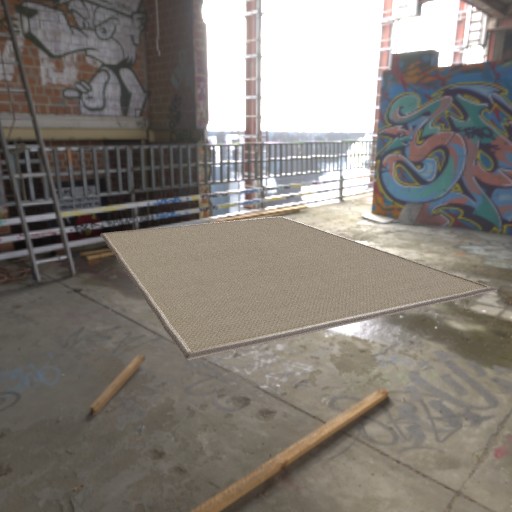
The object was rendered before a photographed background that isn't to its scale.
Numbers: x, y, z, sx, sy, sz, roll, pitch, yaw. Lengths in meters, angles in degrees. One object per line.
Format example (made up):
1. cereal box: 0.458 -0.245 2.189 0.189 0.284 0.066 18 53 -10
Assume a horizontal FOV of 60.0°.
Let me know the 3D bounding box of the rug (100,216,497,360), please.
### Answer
1. rug: 0.000 0.000 2.662 1.525 0.020 2.081 -8 17 -25
